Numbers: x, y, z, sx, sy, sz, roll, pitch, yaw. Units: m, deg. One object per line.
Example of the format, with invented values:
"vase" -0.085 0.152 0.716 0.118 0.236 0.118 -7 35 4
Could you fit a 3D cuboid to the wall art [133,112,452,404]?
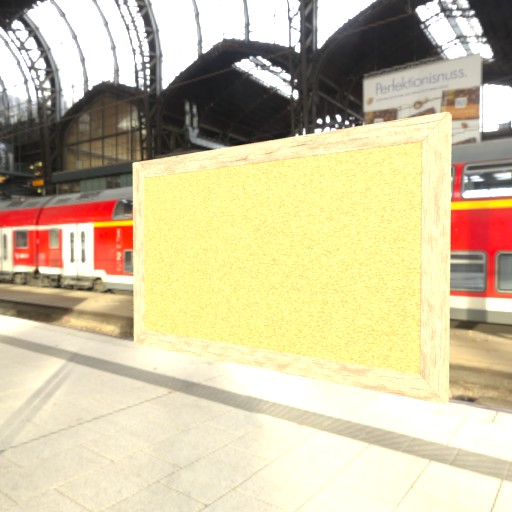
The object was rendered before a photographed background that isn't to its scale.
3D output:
"wall art" 0.000 0.000 0.957 0.780 0.480 0.021 1 2 35
